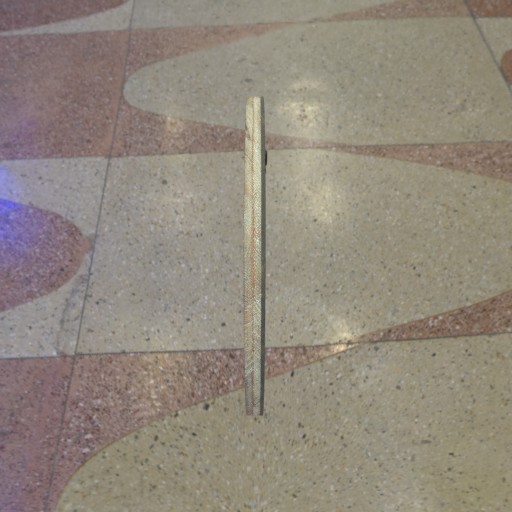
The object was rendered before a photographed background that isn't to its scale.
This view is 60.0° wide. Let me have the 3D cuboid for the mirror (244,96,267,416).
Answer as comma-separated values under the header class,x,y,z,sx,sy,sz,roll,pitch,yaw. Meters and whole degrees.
class,x,y,z,sx,sy,sz,roll,pitch,yaw
mirror,0.000,0.000,1.050,0.038,0.710,0.710,0,58,0
